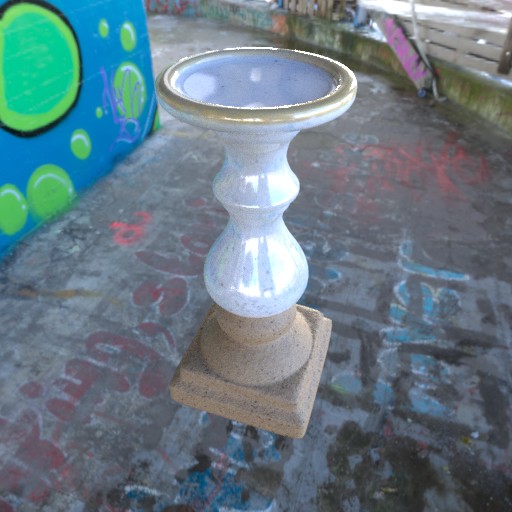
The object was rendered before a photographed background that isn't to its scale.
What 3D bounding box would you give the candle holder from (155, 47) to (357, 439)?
[{"bbox_3d":[0.000,0.000,0.300,0.110,0.239,0.110,12,41,14],"label":"candle holder"}]
